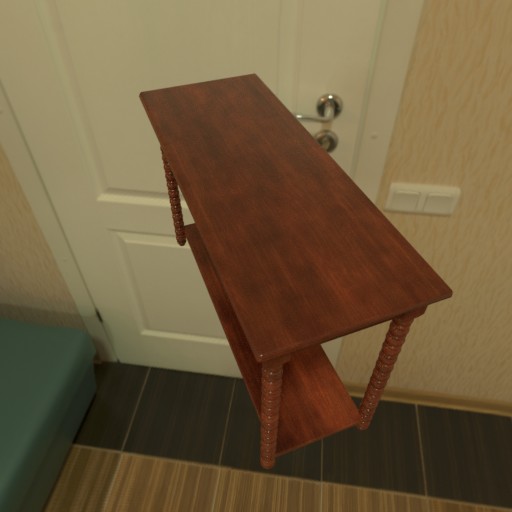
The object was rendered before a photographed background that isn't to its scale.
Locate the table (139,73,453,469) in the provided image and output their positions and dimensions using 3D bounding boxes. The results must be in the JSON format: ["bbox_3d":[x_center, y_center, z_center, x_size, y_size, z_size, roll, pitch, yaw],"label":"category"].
[{"bbox_3d":[0.000,0.000,1.533,0.459,0.740,1.184,-15,47,-15],"label":"table"}]
